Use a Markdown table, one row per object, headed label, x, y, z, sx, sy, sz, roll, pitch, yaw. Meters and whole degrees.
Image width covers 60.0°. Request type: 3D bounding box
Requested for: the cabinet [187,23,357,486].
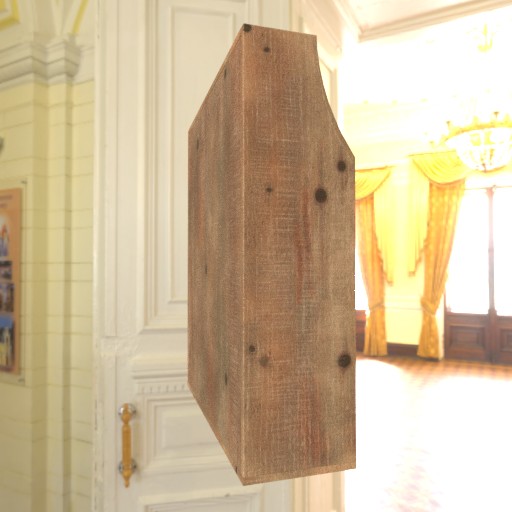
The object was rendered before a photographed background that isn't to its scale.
| label | x | y | z | sx | sy | sz | roll | pitch | yaw |
| --- | --- | --- | --- | --- | --- | --- | --- | --- | --- |
| cabinet | 0.000 | 0.000 | 0.825 | 0.184 | 0.590 | 0.489 | 0 | -1 | -17 |
